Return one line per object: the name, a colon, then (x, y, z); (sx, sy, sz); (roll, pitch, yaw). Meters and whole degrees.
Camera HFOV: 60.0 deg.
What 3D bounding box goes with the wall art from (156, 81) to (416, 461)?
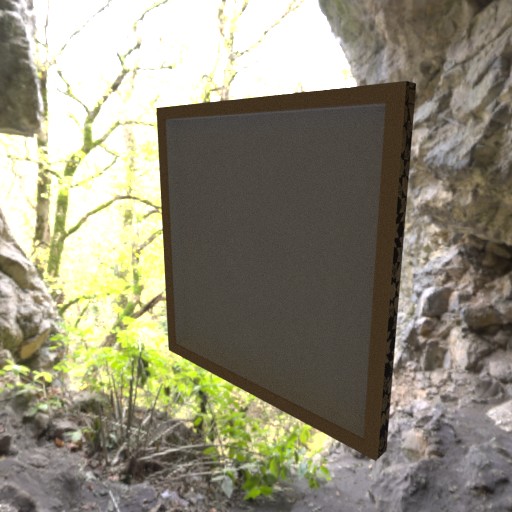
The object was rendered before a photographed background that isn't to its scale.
wall art: (0.000, 0.000, 0.905); (0.612, 0.612, 0.038); (13, 19, 43)
